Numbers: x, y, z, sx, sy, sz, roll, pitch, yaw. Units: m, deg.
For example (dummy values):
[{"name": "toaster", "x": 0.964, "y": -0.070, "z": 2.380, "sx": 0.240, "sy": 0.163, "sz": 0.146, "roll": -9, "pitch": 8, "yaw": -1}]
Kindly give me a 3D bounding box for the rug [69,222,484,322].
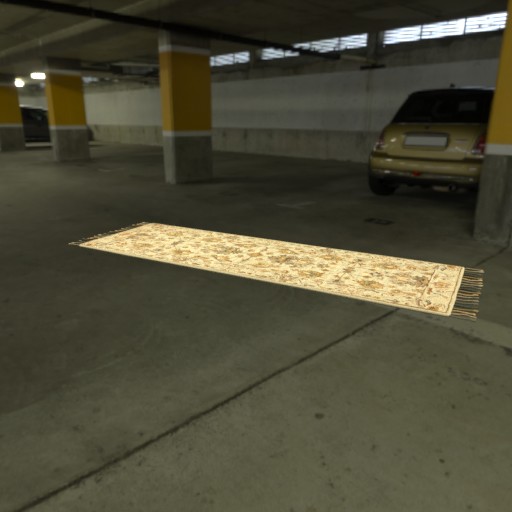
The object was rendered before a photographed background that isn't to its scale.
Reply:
[{"name": "rug", "x": 0.000, "y": 0.000, "z": 2.656, "sx": 2.438, "sy": 0.021, "sz": 0.729, "roll": 9, "pitch": 20, "yaw": 27}]
